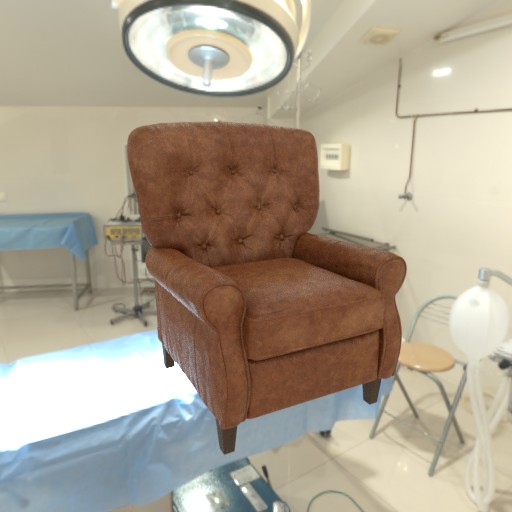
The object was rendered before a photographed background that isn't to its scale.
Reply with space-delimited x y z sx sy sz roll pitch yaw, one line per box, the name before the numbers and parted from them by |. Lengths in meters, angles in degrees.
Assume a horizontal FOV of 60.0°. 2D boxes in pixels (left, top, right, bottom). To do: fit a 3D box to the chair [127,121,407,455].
chair | 0.000 0.000 1.946 0.951 1.164 1.059 -7 16 -27
